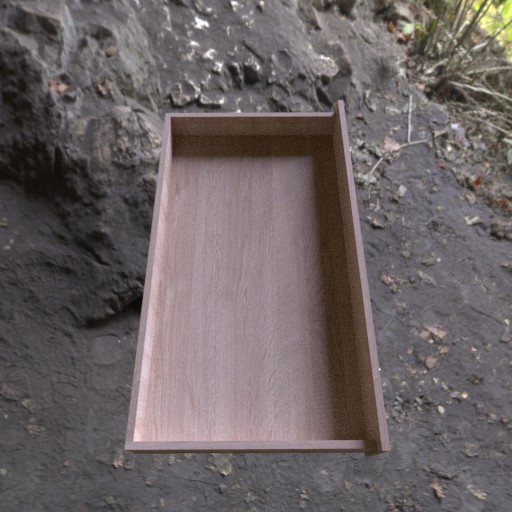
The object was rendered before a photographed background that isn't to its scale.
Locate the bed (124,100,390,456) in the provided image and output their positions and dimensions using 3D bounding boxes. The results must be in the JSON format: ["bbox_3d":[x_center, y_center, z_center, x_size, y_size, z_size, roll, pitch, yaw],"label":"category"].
[{"bbox_3d":[0.000,0.000,1.465,0.685,0.209,1.200,0,62,0],"label":"bed"}]
